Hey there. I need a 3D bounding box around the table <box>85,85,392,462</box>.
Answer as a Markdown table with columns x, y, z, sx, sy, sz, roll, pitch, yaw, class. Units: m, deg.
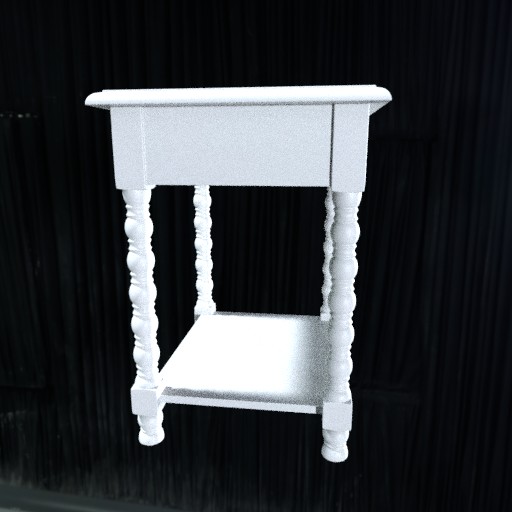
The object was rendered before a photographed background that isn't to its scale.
| x | y | z | sx | sy | sz | roll | pitch | yaw | class |
| --- | --- | --- | --- | --- | --- | --- | --- | --- | --- |
| 0.000 | 0.000 | 0.820 | 0.381 | 0.531 | 0.460 | 2 | 13 | 7 | table |
